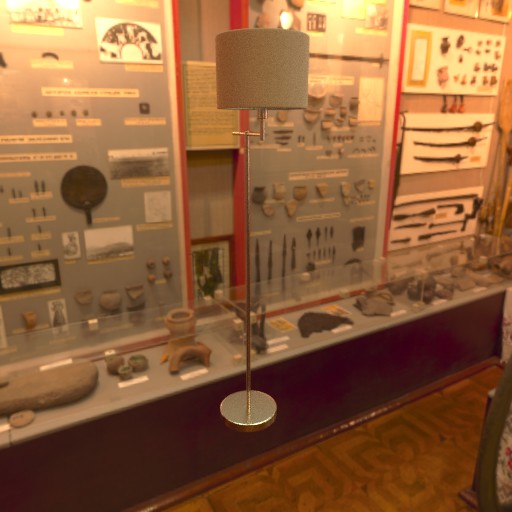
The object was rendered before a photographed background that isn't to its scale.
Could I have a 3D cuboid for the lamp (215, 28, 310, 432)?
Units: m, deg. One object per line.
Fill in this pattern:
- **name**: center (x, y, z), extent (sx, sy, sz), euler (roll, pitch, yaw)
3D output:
- **lamp**: center (0.000, 0.000, 1.798), extent (0.324, 1.600, 0.416), euler (-9, 19, -27)
